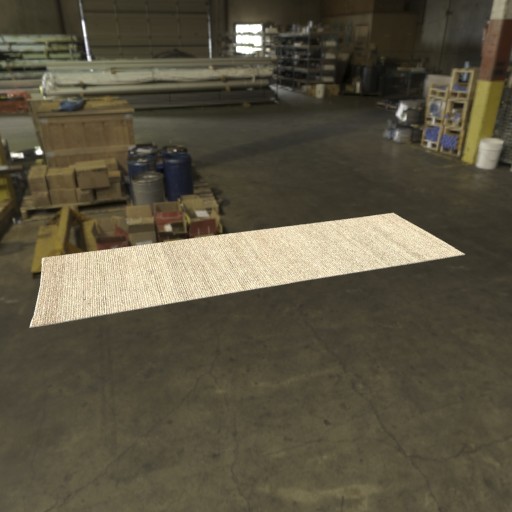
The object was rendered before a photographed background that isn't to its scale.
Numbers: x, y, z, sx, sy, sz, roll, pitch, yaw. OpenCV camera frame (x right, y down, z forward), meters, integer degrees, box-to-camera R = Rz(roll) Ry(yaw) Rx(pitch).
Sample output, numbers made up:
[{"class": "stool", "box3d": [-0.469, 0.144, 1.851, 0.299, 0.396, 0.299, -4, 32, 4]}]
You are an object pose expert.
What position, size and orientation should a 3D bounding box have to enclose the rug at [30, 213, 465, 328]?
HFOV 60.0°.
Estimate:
[{"class": "rug", "box3d": [0.000, 0.000, 2.615, 2.390, 0.014, 0.741, -8, 27, -16]}]
